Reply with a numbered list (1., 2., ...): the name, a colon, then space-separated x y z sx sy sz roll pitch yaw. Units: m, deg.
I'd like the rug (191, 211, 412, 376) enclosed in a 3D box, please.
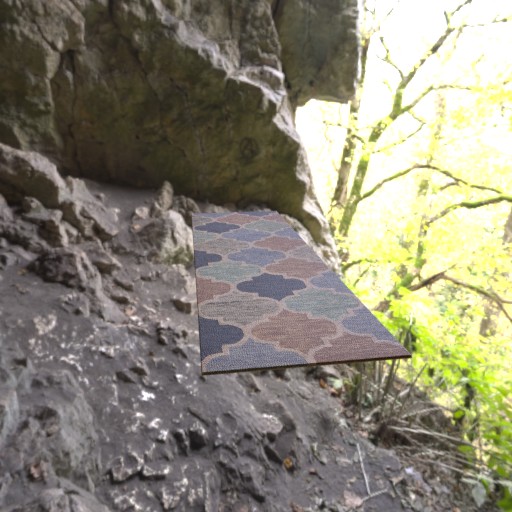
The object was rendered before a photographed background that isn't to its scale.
1. rug: 0.000 0.000 2.477 0.687 0.011 2.287 -3 18 -8
